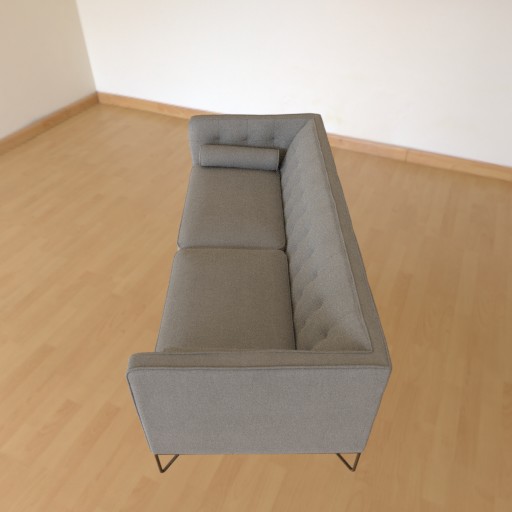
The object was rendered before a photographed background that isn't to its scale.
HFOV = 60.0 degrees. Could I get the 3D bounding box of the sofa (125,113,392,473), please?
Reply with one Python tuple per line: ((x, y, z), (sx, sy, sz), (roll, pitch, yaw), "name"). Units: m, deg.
((0.000, 0.000, 2.491), (0.912, 0.798, 2.079), (0, 41, 0), "sofa")
